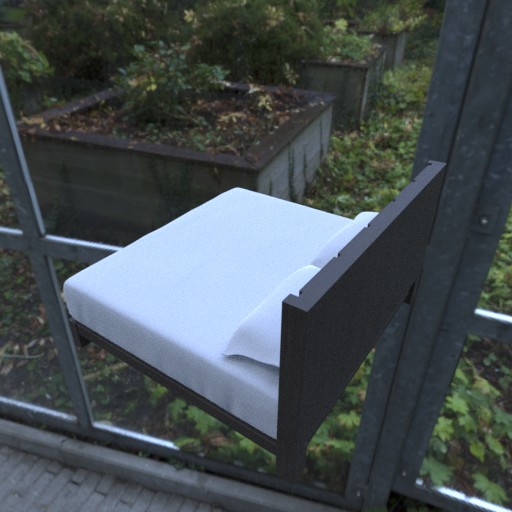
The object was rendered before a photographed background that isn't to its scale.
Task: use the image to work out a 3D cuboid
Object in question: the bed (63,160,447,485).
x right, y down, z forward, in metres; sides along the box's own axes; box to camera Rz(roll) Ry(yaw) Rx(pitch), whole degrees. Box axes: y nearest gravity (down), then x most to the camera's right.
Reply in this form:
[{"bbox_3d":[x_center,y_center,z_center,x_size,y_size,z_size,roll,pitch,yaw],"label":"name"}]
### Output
[{"bbox_3d":[0.000,0.000,3.418,2.012,1.270,2.134,20,37,29],"label":"bed"}]
